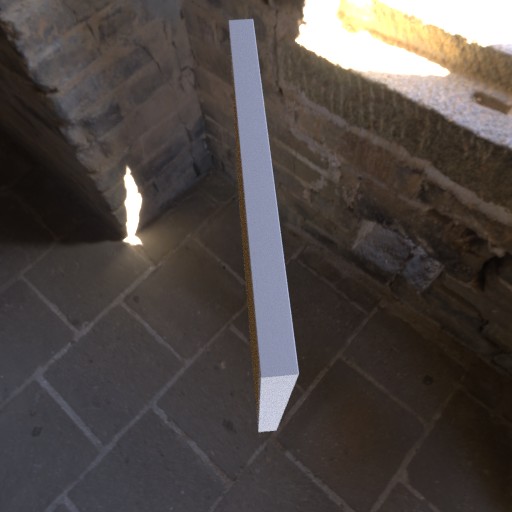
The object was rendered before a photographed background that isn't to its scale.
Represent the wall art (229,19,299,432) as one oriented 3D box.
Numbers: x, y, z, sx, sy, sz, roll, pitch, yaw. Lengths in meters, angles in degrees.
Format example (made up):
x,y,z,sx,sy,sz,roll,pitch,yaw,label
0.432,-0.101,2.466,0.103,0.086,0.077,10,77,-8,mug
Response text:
x,y,z,sx,sy,sz,roll,pitch,yaw,label
0.000,0.000,0.750,0.035,0.507,0.508,-4,63,-2,wall art
